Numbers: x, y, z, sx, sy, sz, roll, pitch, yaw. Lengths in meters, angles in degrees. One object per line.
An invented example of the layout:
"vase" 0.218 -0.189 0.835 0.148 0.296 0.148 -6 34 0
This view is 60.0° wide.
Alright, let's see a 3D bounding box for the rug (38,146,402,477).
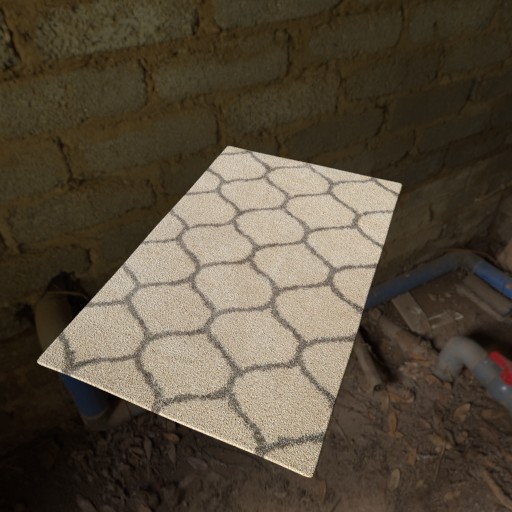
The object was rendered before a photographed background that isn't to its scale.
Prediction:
"rug" 0.000 0.000 2.876 1.501 0.024 2.348 16 46 16
